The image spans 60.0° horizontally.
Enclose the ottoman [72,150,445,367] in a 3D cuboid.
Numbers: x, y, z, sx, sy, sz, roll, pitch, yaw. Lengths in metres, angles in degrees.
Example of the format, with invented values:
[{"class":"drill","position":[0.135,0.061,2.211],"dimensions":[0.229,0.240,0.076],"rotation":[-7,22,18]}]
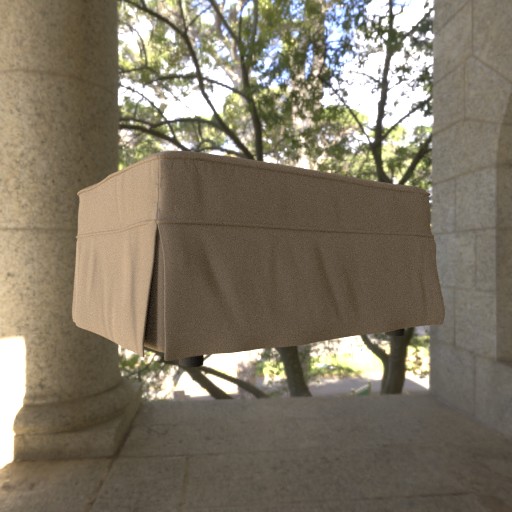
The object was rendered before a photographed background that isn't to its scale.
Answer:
[{"class":"ottoman","position":[0.000,0.000,1.359],"dimensions":[0.959,0.482,0.721],"rotation":[1,-1,-35]}]
